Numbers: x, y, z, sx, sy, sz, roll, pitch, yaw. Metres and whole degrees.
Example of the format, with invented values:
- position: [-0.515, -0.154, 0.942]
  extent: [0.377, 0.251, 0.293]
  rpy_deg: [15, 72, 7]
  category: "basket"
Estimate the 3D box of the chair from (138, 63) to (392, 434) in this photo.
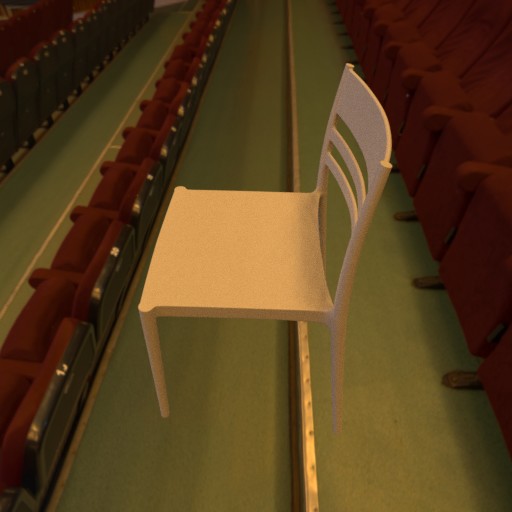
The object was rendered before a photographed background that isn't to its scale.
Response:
- position: [0.000, 0.000, 1.128]
  extent: [0.511, 0.800, 0.531]
  rpy_deg: [1, 42, 1]
  category: "chair"
